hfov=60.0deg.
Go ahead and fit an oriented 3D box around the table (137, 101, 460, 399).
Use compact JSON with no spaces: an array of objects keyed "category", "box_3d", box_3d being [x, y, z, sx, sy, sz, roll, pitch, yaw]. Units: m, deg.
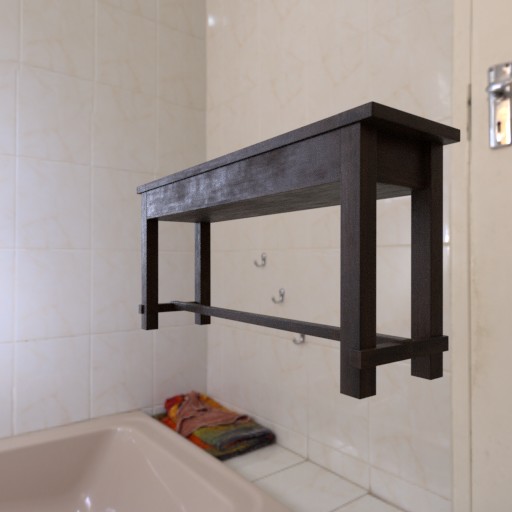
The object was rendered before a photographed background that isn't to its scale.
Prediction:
[{"category":"table","box_3d":[0.000,0.000,1.881,0.442,0.762,1.599,0,-1,-36]}]
